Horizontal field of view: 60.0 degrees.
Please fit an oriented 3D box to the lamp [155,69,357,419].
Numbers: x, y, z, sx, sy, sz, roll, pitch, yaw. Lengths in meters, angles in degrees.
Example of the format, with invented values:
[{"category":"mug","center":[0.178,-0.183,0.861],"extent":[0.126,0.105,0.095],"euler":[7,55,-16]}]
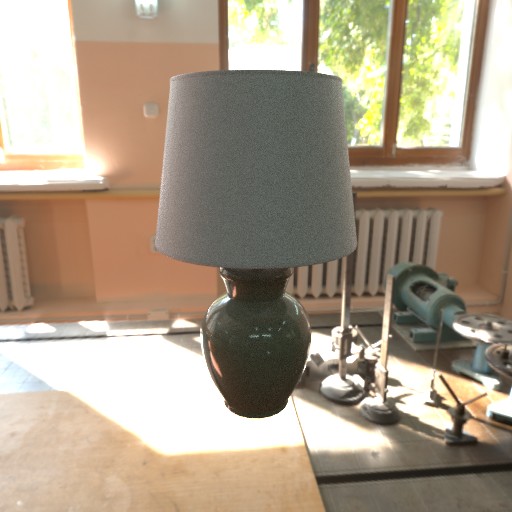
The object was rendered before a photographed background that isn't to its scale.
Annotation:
[{"category":"lamp","center":[0.000,0.000,0.542],"extent":[0.239,0.399,0.239],"euler":[0,15,0]}]
